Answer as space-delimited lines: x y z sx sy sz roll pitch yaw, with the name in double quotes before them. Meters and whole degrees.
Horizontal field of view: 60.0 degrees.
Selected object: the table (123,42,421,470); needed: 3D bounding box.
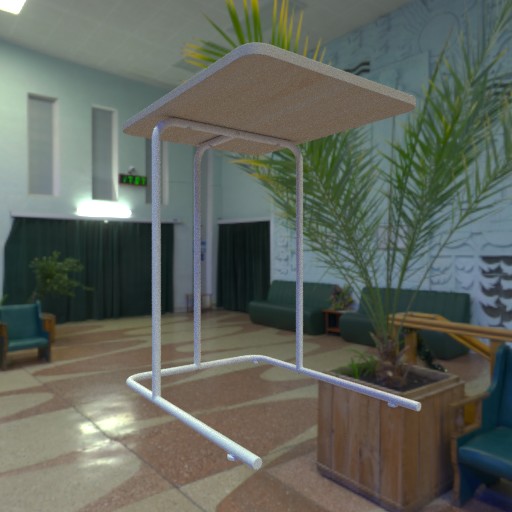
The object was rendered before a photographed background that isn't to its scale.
"table" 0.000 0.000 0.860 0.370 0.550 0.480 0 0 -37
